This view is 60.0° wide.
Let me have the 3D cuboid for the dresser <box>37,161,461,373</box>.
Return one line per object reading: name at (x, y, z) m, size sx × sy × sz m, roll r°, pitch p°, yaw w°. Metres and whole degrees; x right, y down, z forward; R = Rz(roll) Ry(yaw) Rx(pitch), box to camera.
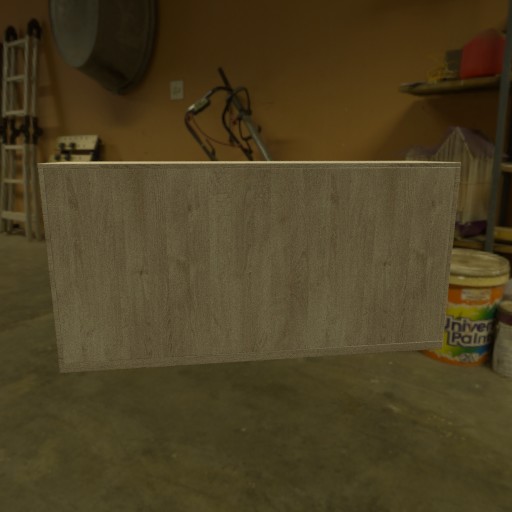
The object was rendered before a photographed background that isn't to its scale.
dresser at (0.000, 0.000, 1.919) m, size 1.590 × 0.795 × 0.390 m, roll -2°, pitch 13°, yaw -8°
